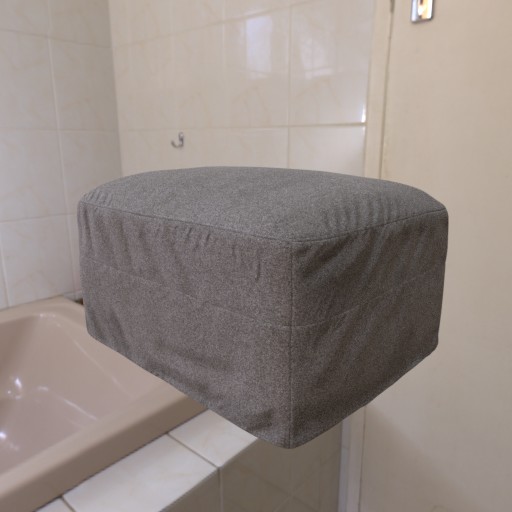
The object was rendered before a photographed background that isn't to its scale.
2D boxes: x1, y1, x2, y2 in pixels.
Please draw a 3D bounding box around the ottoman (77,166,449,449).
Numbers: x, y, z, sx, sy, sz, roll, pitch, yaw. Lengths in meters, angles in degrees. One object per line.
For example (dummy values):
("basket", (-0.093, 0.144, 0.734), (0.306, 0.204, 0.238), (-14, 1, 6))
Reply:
("ottoman", (0.000, 0.000, 1.226), (0.837, 0.481, 0.683), (13, 20, 42))
